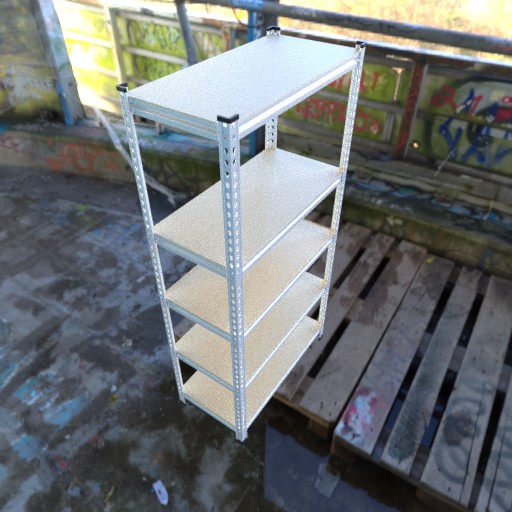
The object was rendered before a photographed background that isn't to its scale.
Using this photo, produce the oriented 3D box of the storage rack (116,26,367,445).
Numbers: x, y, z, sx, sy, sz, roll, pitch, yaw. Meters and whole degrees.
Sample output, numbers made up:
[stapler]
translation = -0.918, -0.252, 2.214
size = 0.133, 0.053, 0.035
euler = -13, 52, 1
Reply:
[storage rack]
translation = 0.000, 0.000, 2.178
size = 0.457, 1.829, 0.914
euler = 24, 46, 26
